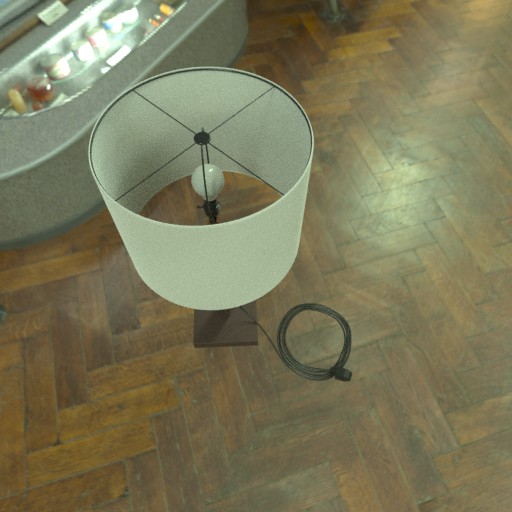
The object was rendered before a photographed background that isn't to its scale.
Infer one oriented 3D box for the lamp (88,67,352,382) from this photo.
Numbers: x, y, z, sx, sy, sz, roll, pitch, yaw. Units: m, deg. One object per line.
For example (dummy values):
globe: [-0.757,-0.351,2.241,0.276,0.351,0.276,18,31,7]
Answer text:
lamp: [0.000,0.000,0.979,0.525,0.668,0.396,-2,58,-1]
